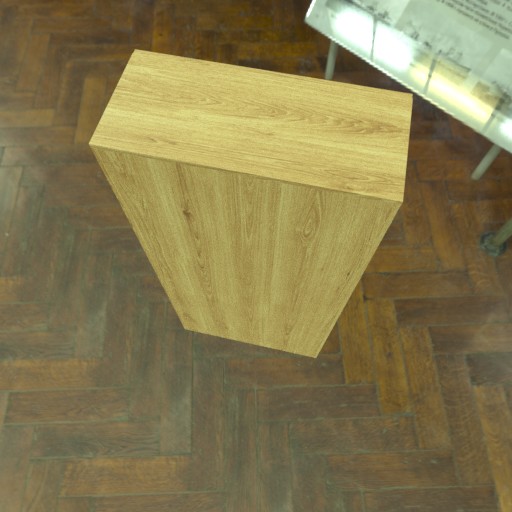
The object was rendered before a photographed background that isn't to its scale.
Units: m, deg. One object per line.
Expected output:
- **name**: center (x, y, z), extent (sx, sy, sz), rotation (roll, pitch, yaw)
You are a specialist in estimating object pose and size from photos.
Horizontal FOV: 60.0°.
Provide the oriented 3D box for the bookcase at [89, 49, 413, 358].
- **bookcase**: center (0.000, 0.000, 2.304), extent (0.950, 2.020, 0.420), rotation (11, 65, 5)
